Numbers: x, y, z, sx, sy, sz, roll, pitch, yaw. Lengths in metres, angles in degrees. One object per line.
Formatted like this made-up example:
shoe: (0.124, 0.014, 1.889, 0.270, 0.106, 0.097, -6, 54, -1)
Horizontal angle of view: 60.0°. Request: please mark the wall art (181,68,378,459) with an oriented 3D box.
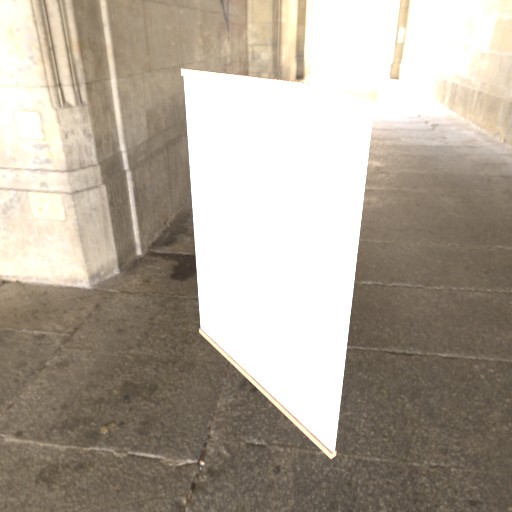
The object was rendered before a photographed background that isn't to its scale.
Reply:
wall art: (0.000, 0.000, 0.809, 0.012, 0.608, 0.459, -18, 32, -32)
